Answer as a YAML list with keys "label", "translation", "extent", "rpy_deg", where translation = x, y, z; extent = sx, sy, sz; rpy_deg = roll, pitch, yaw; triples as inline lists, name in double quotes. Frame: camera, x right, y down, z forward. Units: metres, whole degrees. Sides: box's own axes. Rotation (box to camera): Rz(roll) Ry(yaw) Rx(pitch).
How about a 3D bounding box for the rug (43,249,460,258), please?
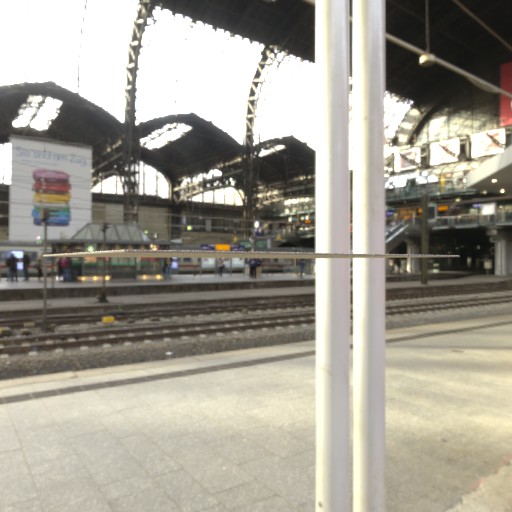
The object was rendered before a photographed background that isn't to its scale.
- label: "rug"
  translation: [0.000, 0.000, 2.268]
  extent: [1.783, 0.008, 1.175]
  rpy_deg: [1, -1, -36]
